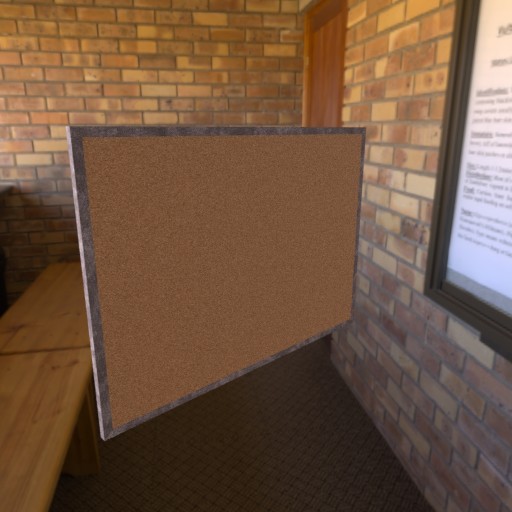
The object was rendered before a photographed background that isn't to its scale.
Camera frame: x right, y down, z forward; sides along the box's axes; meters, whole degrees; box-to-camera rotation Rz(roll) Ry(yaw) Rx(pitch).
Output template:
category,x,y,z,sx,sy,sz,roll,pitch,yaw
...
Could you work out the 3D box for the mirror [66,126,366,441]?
category,x,y,z,sx,sy,sz,roll,pitch,yaw
mirror,0.000,0.000,1.422,1.101,0.795,0.022,-14,21,-40
